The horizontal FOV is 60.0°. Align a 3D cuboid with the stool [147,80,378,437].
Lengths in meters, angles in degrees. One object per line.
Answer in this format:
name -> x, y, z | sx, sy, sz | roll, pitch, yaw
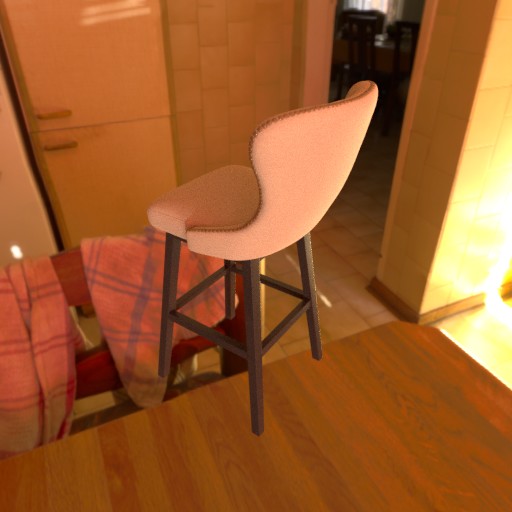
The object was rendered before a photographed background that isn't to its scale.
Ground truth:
stool -> 0.000, 0.000, 1.425 | 0.605, 1.066, 0.528 | 20, 37, 29
